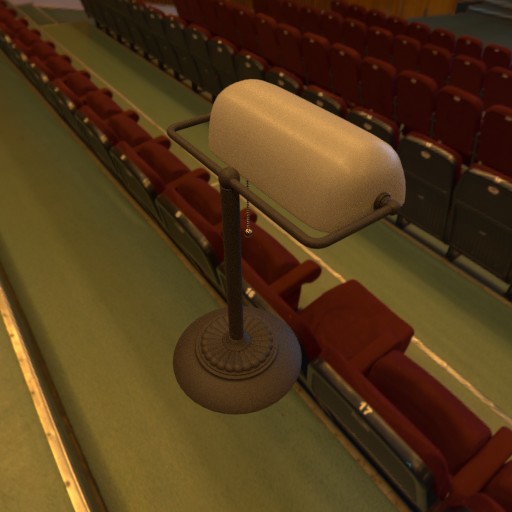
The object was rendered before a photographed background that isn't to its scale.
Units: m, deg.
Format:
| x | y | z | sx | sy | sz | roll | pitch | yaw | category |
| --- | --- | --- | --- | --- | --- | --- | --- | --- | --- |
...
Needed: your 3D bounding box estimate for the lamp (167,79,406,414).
| x | y | z | sx | sy | sz | roll | pitch | yaw | category |
| --- | --- | --- | --- | --- | --- | --- | --- | --- | --- |
| 0.000 | 0.000 | 0.521 | 0.243 | 0.339 | 0.264 | -26 | 48 | -26 | lamp |
